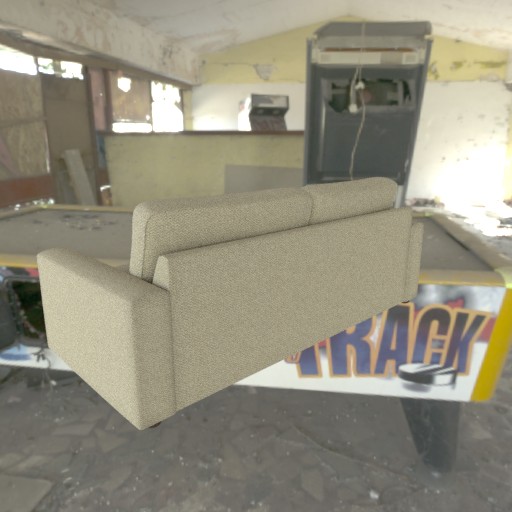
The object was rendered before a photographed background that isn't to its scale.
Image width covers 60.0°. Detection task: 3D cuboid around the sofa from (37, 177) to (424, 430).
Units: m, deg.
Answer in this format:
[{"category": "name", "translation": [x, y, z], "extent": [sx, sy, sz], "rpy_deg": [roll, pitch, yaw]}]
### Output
[{"category": "sofa", "translation": [0.000, 0.000, 2.655], "extent": [2.179, 0.873, 1.016], "rpy_deg": [-14, 20, -42]}]
